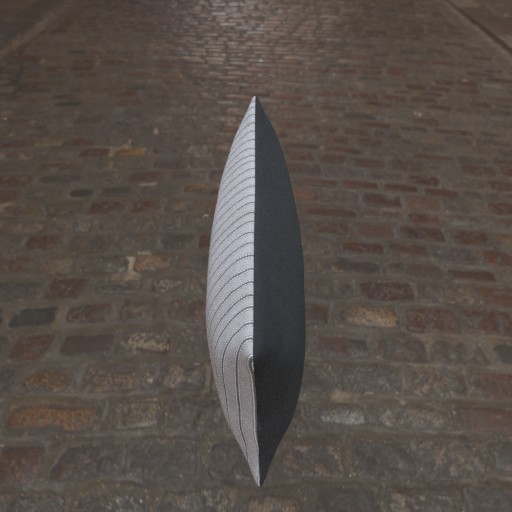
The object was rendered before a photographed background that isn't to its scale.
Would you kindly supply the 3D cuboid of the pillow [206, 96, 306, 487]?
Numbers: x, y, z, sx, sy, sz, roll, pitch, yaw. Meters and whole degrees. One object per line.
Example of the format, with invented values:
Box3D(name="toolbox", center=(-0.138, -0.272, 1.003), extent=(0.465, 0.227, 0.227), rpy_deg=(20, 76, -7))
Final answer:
Box3D(name="pillow", center=(0.000, 0.000, 0.726), extent=(0.151, 0.305, 0.609), rpy_deg=(0, 42, 0))
